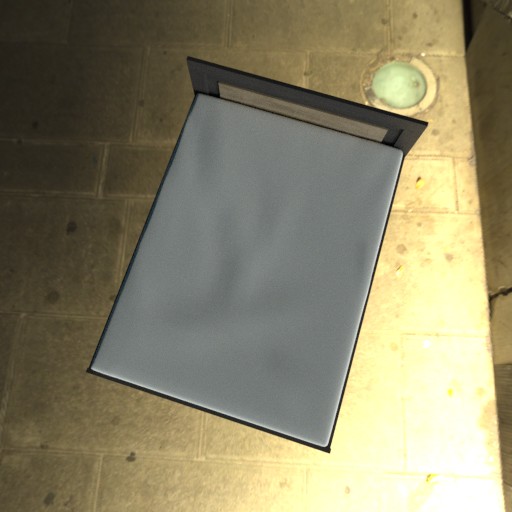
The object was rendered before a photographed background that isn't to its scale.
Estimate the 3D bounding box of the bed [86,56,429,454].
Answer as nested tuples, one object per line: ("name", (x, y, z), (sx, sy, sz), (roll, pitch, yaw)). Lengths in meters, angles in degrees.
("bed", (0.000, 0.000, 2.963), (1.585, 0.823, 2.073), (17, 77, 4))
